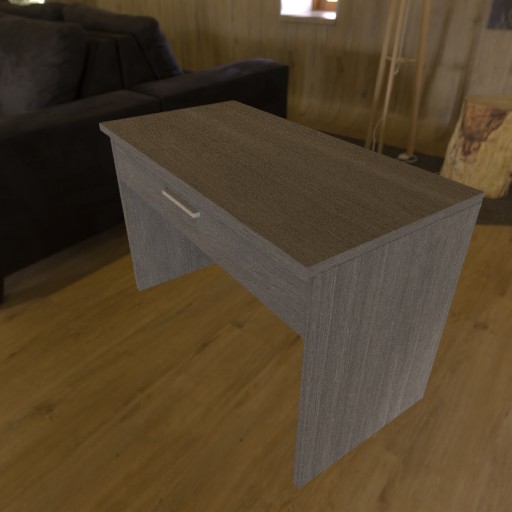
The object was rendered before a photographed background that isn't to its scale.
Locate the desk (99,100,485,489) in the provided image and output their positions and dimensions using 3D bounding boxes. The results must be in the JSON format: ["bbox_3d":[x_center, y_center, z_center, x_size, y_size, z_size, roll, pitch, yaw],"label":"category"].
[{"bbox_3d":[0.000,0.000,1.493,0.557,0.729,1.099,-21,38,-29],"label":"desk"}]
